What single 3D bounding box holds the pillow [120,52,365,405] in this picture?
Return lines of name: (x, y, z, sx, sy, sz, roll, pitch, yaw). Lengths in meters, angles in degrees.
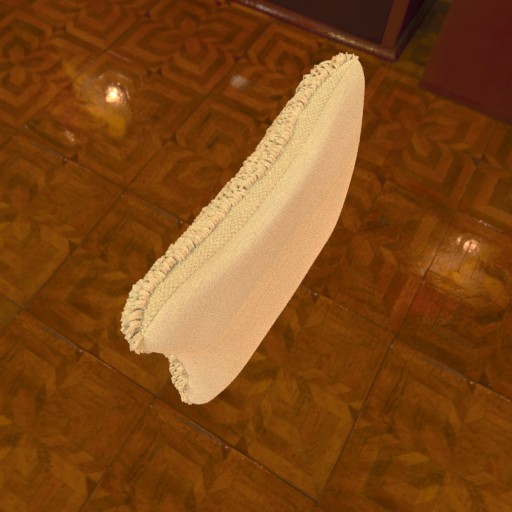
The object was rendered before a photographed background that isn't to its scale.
pillow: (0.000, 0.000, 0.651, 0.145, 0.427, 0.437, 30, 68, 14)
